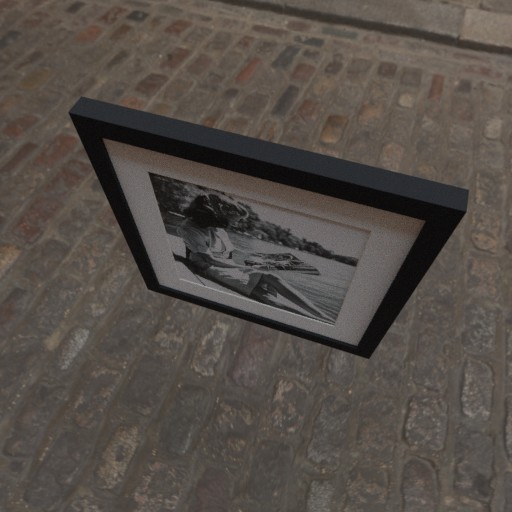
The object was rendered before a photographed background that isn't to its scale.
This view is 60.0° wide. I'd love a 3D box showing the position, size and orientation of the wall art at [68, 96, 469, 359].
[{"bbox_3d":[0.000,0.000,0.691,0.462,0.458,0.030,16,60,10],"label":"wall art"}]
